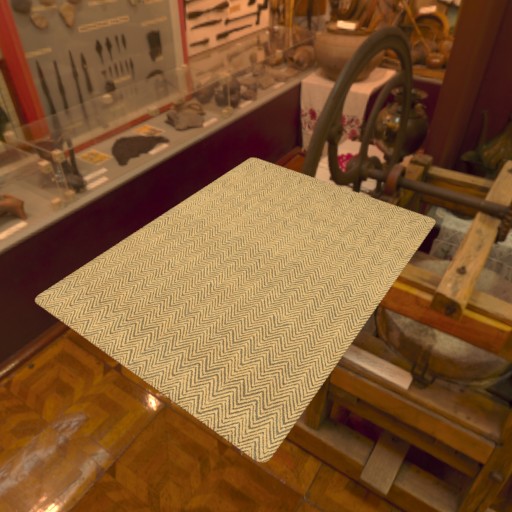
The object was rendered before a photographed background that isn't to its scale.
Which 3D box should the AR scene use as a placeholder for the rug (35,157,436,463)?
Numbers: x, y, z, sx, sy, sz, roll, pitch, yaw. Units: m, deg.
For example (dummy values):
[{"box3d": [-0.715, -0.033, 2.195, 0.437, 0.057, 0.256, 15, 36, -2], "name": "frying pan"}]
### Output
[{"box3d": [0.000, 0.000, 4.256, 2.439, 0.014, 3.207, 25, 46, 27], "name": "rug"}]
